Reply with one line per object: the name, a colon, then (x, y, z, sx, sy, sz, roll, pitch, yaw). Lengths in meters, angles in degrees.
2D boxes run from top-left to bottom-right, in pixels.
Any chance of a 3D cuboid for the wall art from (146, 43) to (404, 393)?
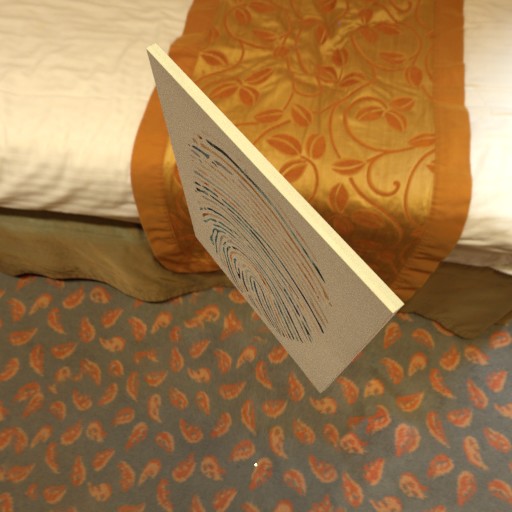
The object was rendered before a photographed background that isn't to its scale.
wall art: (0.000, 0.000, 0.997, 0.021, 0.710, 0.609, -35, 69, -15)
